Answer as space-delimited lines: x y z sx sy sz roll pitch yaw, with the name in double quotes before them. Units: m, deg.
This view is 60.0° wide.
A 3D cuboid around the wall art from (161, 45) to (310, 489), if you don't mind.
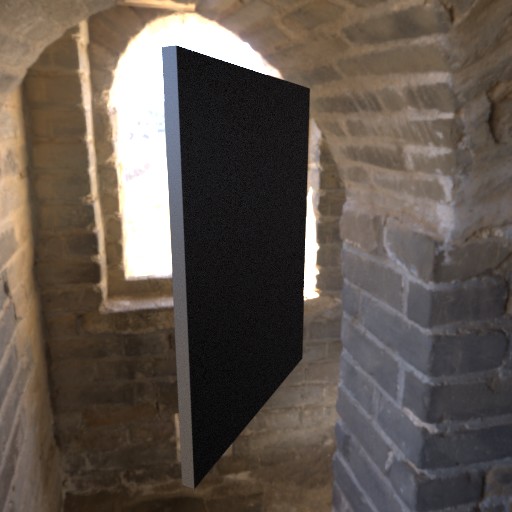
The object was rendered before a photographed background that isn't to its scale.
"wall art" 0.000 0.000 1.378 0.038 1.062 0.806 7 16 25
